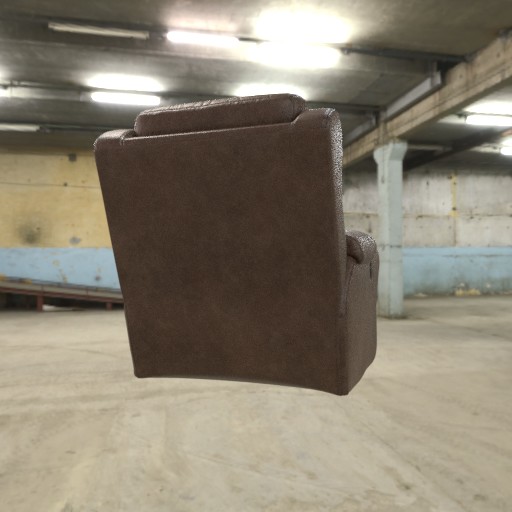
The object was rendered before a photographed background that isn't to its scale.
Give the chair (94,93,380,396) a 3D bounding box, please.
[{"bbox_3d":[0.000,0.000,1.794,0.940,0.990,1.067,0,-1,17],"label":"chair"}]
